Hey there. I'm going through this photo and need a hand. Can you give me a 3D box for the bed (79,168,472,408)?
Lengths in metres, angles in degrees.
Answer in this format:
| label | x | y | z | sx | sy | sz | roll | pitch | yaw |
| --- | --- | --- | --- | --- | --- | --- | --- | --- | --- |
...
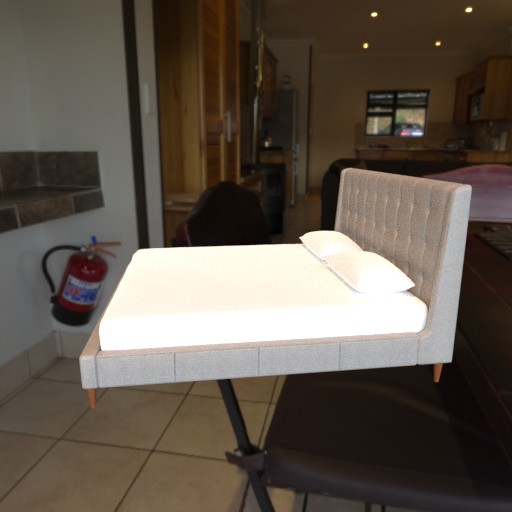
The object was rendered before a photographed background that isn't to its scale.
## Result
| label | x | y | z | sx | sy | sz | roll | pitch | yaw |
| --- | --- | --- | --- | --- | --- | --- | --- | --- | --- |
| bed | 0.000 | 0.000 | 3.597 | 2.342 | 1.289 | 2.062 | -2 | 14 | -8 |
